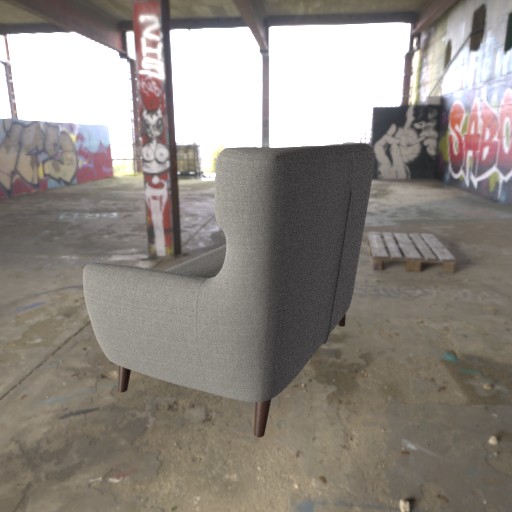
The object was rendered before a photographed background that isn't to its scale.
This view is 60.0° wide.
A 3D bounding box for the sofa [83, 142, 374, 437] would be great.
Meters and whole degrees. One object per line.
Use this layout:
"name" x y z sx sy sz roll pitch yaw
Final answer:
"sofa" 0.000 0.000 2.085 0.884 1.028 1.386 7 17 26
